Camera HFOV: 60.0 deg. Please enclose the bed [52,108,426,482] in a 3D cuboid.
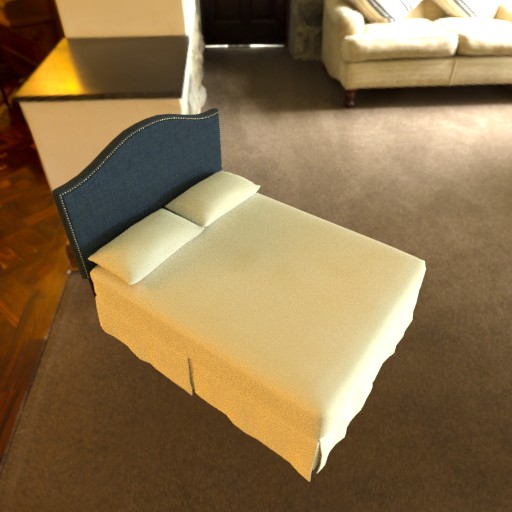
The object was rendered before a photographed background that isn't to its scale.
[{"bbox_3d":[0.000,0.000,3.247,2.153,1.518,1.713,26,47,26],"label":"bed"}]
